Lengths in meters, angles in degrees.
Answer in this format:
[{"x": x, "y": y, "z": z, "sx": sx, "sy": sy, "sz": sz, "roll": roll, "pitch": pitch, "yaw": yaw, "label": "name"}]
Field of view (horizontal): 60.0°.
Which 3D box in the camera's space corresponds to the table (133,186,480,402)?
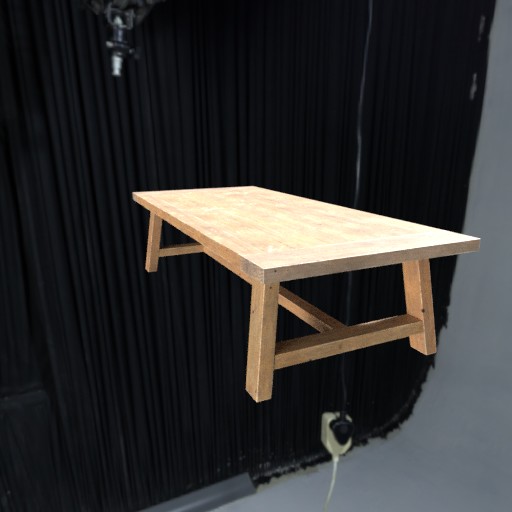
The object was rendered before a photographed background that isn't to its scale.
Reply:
[{"x": 0.000, "y": 0.000, "z": 2.170, "sx": 0.820, "sy": 0.465, "sz": 1.800, "roll": -7, "pitch": 17, "yaw": -25, "label": "table"}]
